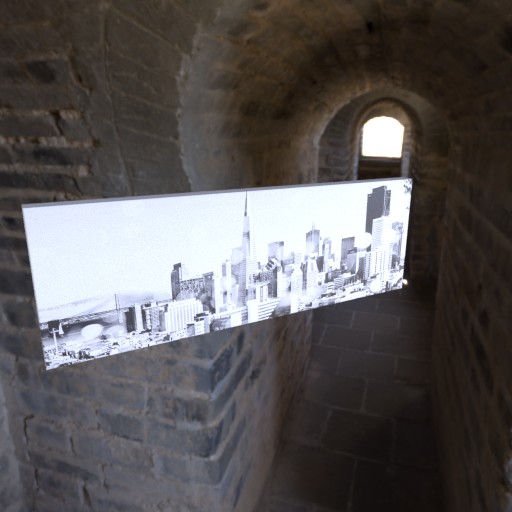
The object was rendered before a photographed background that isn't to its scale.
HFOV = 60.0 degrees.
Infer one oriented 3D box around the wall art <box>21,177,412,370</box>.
[{"bbox_3d":[0.000,0.000,0.848,0.766,0.256,0.036,-9,18,-28],"label":"wall art"}]
